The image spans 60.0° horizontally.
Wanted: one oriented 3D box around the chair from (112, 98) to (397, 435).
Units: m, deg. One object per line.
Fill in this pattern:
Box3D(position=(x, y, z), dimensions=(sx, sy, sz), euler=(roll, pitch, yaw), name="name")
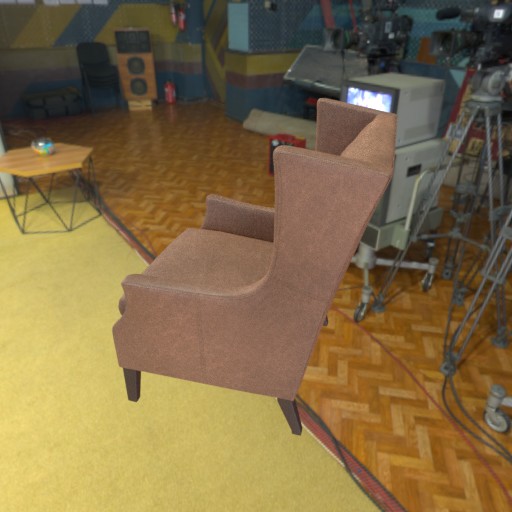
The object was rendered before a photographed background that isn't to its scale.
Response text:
Box3D(position=(0.000, 0.000, 1.746), dimensions=(0.913, 1.088, 0.815), euler=(8, 31, 14), name="chair")
